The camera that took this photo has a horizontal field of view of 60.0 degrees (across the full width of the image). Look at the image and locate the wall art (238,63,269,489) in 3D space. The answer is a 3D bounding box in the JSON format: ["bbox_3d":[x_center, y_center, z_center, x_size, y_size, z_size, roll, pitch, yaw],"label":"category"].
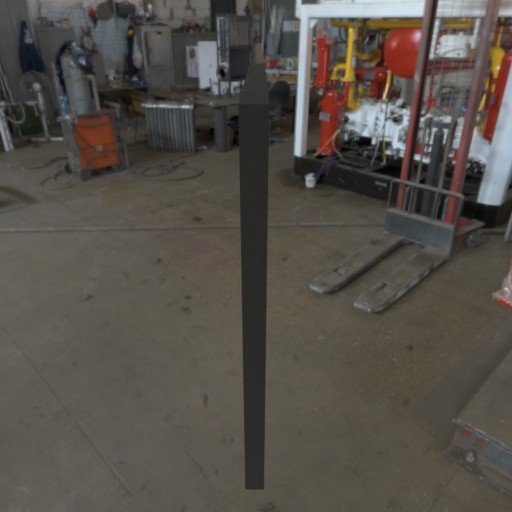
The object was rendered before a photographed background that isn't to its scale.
[{"bbox_3d":[0.000,0.000,0.743,0.029,0.559,0.457,0,28,0],"label":"wall art"}]
